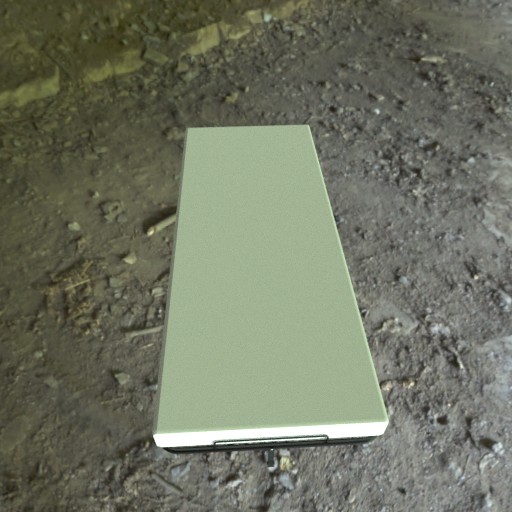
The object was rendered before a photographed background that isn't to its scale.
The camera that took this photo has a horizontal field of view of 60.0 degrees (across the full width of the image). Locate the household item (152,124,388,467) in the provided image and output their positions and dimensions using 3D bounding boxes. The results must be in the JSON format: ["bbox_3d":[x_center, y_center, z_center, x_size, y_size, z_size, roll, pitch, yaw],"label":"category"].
[{"bbox_3d":[0.000,0.000,2.149,0.787,0.356,1.905,-2,46,-2],"label":"household item"}]
